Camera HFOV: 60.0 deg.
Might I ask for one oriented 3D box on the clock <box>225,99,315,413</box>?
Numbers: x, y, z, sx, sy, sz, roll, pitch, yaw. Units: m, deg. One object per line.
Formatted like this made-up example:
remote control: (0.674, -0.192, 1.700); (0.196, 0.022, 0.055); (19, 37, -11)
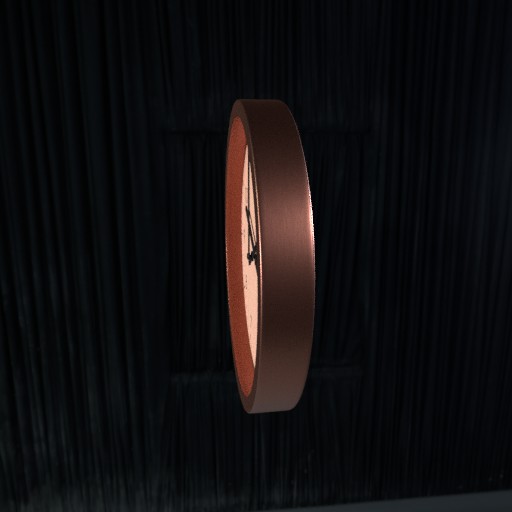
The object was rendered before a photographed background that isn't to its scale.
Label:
clock: (0.000, 0.000, 0.471); (0.040, 0.313, 0.313); (-2, 14, -8)
